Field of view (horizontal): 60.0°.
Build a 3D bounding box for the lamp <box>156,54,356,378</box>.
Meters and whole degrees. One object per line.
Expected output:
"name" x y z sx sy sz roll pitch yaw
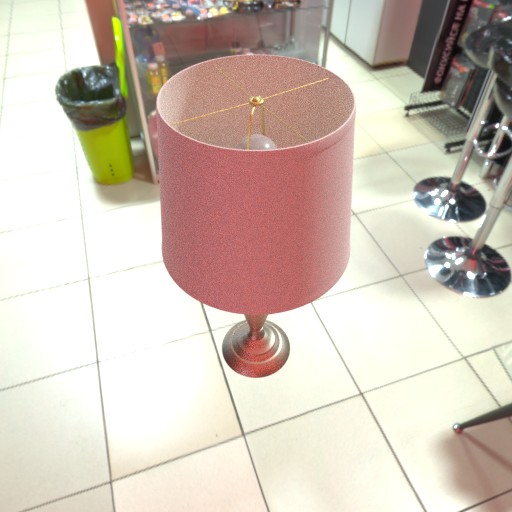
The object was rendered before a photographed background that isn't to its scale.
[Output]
"lamp" 0.000 0.000 0.811 0.328 0.619 0.328 0 47 0
